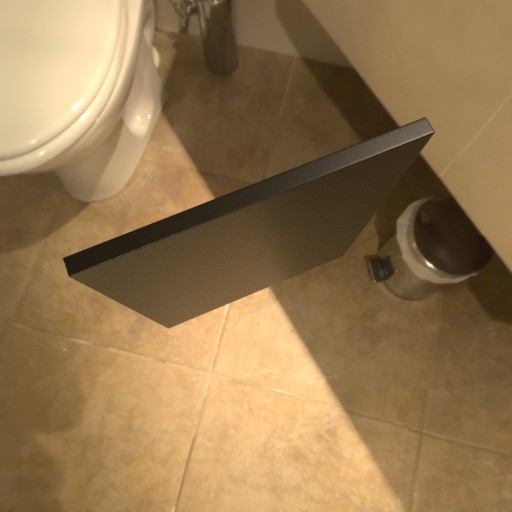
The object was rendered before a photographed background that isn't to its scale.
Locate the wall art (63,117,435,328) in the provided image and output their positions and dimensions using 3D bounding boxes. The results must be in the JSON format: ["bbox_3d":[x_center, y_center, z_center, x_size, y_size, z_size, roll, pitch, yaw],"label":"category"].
[{"bbox_3d":[0.000,0.000,1.640,0.950,1.194,0.053,-22,76,-6],"label":"wall art"}]
